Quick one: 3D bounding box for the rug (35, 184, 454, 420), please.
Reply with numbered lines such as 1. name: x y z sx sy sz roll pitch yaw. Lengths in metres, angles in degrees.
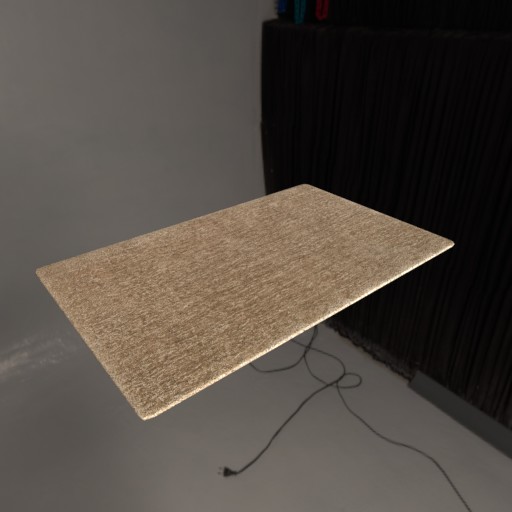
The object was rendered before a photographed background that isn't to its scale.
1. rug: 0.000 0.000 3.028 2.469 0.024 1.539 -22 37 -33
